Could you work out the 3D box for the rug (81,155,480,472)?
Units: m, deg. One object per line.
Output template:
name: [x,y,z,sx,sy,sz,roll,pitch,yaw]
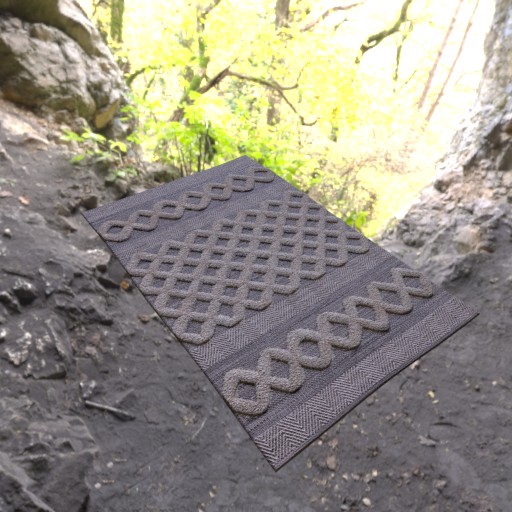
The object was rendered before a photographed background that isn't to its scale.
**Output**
rug: [0.000,0.000,2.921,1.513,0.033,2.333,-26,48,-27]
